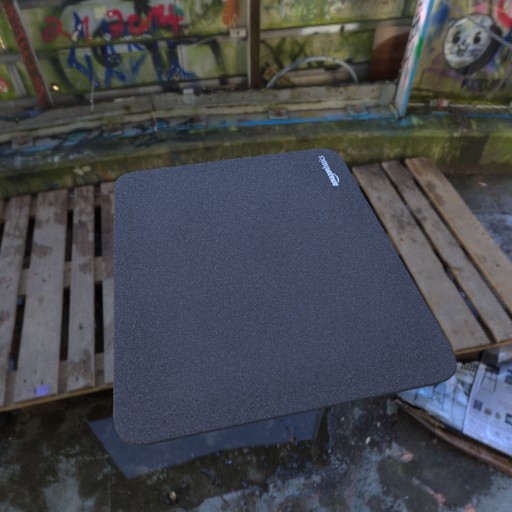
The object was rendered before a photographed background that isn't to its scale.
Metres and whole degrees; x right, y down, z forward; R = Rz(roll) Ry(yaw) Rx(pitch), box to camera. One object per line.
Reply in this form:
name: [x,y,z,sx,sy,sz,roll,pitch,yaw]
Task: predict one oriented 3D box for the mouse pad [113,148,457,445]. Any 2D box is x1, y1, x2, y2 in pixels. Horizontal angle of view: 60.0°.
mouse pad: [0.000,0.000,0.336,0.211,0.002,0.249,-9,48,-8]
